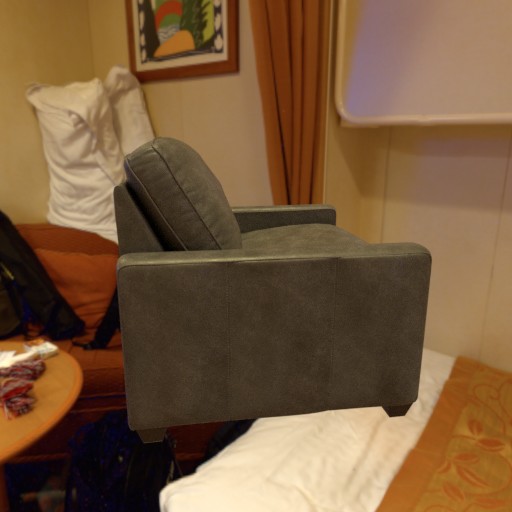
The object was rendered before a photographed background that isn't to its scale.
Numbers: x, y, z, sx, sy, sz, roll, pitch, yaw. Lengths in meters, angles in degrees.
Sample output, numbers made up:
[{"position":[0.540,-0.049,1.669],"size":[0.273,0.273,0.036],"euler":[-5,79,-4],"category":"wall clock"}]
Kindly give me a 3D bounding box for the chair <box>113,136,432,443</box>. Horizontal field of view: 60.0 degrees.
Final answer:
[{"position":[0.000,0.000,1.759],"size":[0.939,0.916,1.006],"euler":[-2,15,-9],"category":"chair"}]
